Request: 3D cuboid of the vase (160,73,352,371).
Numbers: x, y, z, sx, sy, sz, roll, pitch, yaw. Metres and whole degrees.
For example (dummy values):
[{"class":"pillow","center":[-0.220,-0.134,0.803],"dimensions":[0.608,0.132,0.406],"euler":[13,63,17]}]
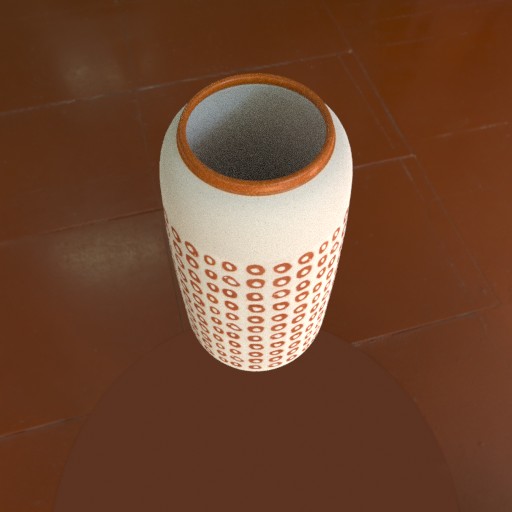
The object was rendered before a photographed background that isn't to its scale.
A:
[{"class":"vase","center":[0.000,0.000,0.355],"dimensions":[0.133,0.282,0.133],"euler":[0,61,0]}]
